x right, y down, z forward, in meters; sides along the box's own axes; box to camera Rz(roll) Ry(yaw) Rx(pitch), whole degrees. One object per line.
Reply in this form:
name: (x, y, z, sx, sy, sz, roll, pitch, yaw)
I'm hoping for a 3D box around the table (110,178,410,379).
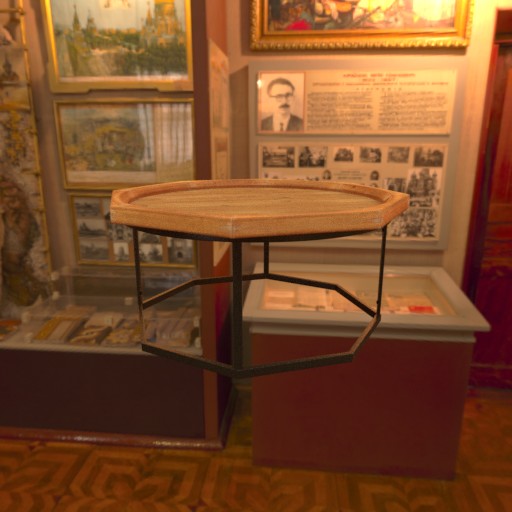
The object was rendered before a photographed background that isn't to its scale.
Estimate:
table: (0.000, 0.000, 1.545, 1.002, 0.444, 1.002, 0, 15, 0)
